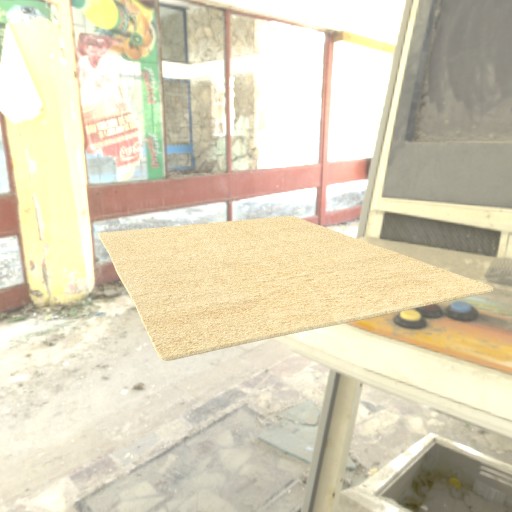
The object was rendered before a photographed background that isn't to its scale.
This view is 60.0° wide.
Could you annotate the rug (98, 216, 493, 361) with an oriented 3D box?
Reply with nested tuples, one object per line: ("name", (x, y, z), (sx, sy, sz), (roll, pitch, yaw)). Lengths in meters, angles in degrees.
("rug", (0.000, 0.000, 3.976), (2.401, 0.025, 3.001), (-7, 18, -24))
